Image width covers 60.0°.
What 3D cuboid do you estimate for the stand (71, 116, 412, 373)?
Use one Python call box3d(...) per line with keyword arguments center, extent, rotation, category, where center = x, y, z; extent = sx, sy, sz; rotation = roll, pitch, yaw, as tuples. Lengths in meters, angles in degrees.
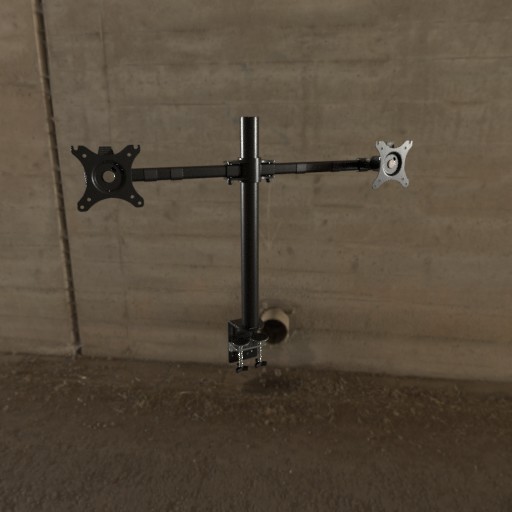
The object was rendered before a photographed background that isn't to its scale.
box3d(center=(0.000, 0.000, 1.004), extent=(0.743, 0.603, 0.150), rotation=(-8, 18, -26), category="stand")
